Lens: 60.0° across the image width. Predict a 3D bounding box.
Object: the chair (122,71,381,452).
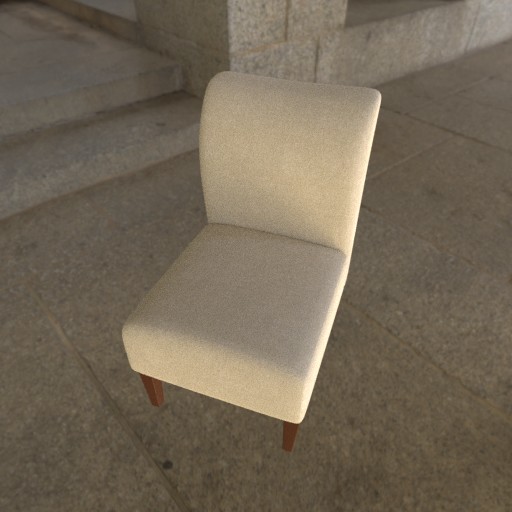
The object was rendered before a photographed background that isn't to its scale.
[{"bbox_3d":[0.000,0.000,1.344,0.521,0.833,0.754,13,42,15],"label":"chair"}]
